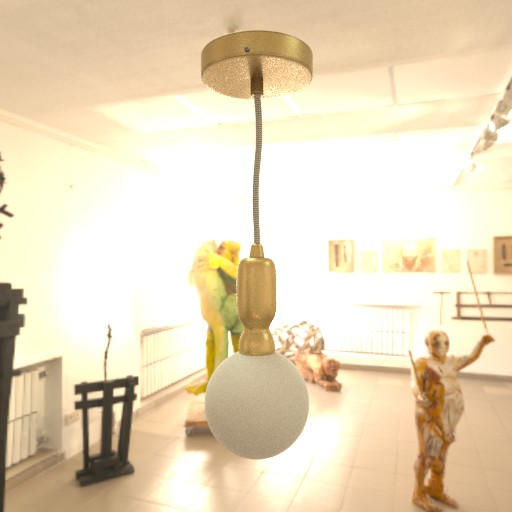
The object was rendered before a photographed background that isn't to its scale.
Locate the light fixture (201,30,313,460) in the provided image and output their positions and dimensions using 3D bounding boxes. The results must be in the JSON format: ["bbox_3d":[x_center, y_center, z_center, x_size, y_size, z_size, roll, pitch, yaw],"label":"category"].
[{"bbox_3d":[0.000,0.000,0.571,0.146,0.510,0.147,0,0,19],"label":"light fixture"}]
